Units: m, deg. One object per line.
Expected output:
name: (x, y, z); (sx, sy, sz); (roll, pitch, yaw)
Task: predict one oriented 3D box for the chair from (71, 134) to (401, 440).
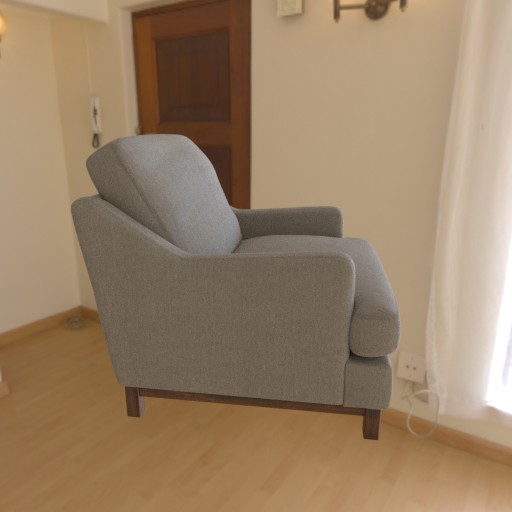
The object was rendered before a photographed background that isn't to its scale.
chair: (0.000, 0.000, 1.550); (0.892, 0.821, 0.826); (2, 16, 8)
